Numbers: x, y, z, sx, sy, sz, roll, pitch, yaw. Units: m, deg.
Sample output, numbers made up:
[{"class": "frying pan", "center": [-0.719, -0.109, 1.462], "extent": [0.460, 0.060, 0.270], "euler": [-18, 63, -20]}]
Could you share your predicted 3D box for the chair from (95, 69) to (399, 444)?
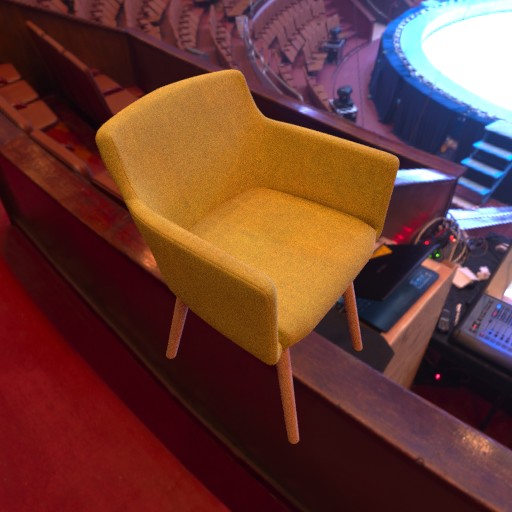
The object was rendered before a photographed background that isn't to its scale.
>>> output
[{"class": "chair", "center": [0.000, 0.000, 1.177], "extent": [0.570, 0.780, 0.570], "euler": [26, 48, 26]}]
